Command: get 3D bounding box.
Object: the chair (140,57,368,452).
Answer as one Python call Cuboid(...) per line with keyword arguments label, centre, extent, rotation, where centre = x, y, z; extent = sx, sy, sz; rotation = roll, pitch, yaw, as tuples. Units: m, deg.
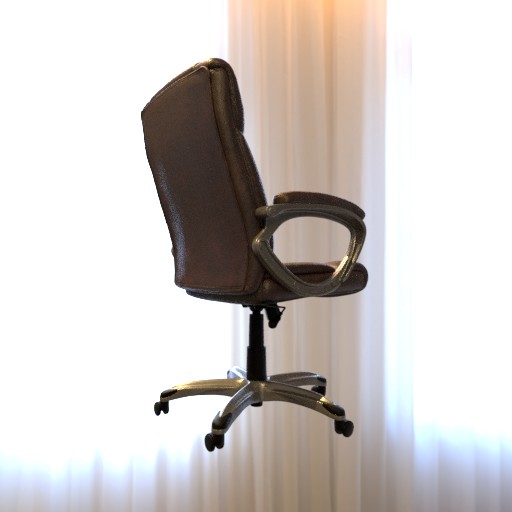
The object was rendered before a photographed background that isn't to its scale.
Cuboid(label="chair", centre=(0.000, 0.000, 1.572), extent=(0.692, 1.128, 0.656), rotation=(1, -1, -36))
